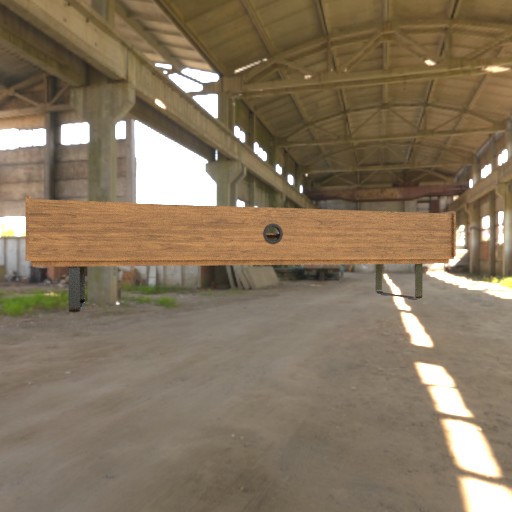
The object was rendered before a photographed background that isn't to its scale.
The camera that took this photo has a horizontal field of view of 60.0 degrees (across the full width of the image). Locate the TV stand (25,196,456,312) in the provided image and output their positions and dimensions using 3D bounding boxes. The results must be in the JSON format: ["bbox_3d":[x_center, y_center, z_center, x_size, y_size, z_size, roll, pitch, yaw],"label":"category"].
[{"bbox_3d":[0.000,0.000,1.999,1.796,0.415,0.467,0,0,-18],"label":"TV stand"}]
